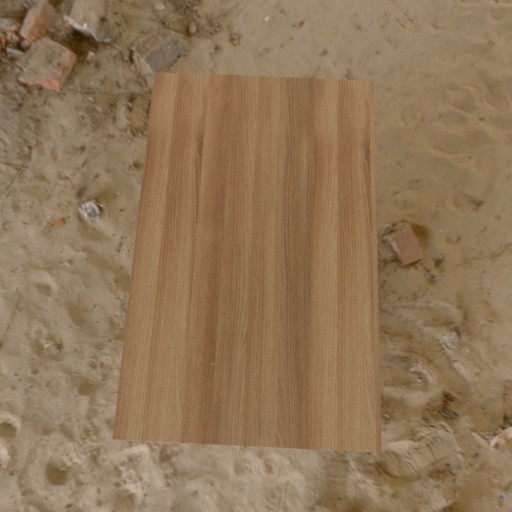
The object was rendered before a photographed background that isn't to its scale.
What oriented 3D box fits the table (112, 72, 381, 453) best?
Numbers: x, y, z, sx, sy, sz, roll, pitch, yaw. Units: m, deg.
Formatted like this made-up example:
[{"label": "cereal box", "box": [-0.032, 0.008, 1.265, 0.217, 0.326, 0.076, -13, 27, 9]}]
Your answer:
[{"label": "table", "box": [0.000, 0.000, 1.442, 0.700, 0.330, 1.100, 3, 76, 1]}]
